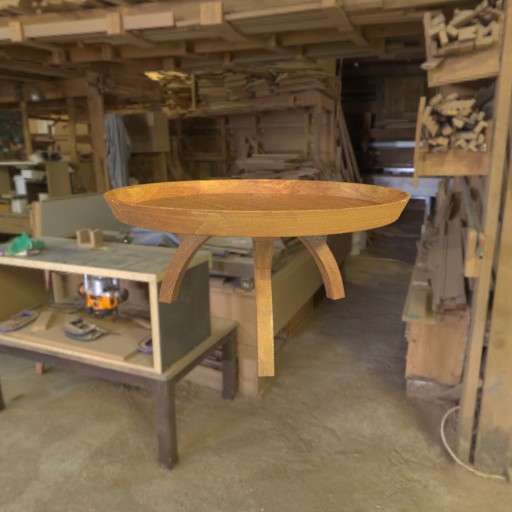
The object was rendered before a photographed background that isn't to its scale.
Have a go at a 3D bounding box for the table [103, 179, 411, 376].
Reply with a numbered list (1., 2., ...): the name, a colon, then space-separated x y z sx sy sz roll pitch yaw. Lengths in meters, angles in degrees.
1. table: 0.000 0.000 1.594 1.016 0.470 1.016 0 14 0
